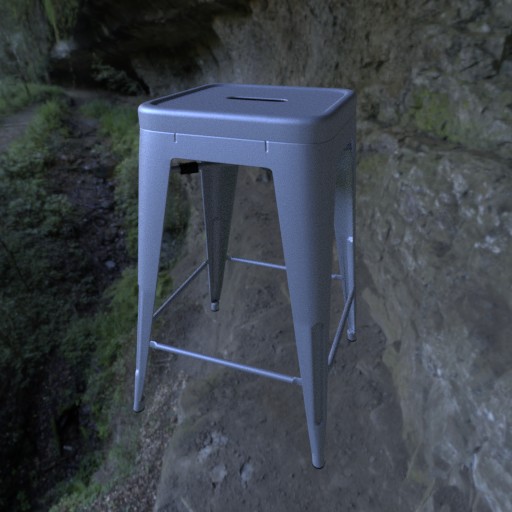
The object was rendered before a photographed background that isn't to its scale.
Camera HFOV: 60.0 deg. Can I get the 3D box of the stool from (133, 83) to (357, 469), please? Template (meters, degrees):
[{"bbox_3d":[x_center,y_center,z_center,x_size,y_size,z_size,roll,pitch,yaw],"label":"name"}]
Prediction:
[{"bbox_3d":[0.000,0.000,0.889,0.406,0.610,0.406,10,30,18],"label":"stool"}]
